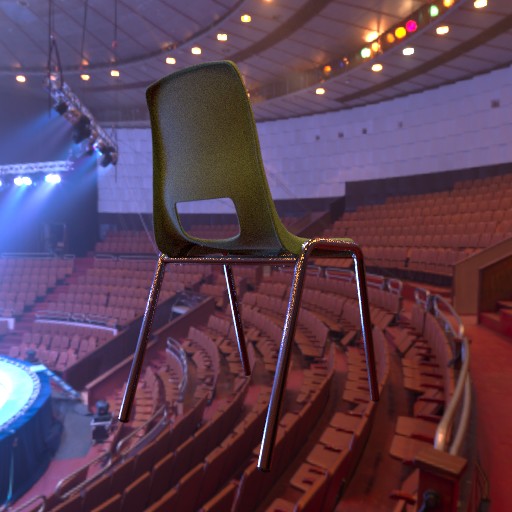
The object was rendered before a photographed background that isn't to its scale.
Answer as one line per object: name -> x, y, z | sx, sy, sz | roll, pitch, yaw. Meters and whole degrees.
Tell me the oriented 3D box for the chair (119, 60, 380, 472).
chair -> 0.000, 0.000, 0.936 | 0.381, 0.653, 0.436 | 0, 0, 36
